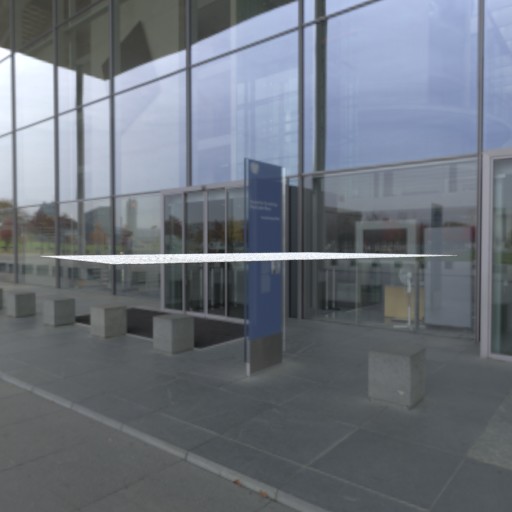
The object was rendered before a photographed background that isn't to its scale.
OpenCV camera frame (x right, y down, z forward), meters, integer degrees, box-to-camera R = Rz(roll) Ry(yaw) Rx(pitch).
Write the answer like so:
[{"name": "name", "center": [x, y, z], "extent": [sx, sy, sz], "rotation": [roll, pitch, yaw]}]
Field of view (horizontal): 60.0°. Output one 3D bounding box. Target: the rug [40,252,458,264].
[{"name": "rug", "center": [0.000, 0.000, 3.040], "extent": [2.439, 0.005, 1.524], "rotation": [-1, 2, -36]}]
